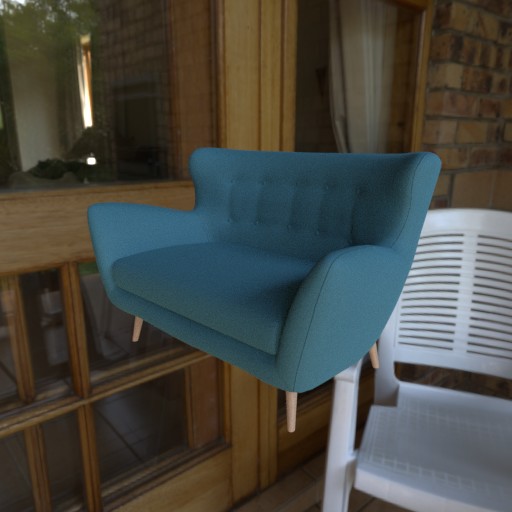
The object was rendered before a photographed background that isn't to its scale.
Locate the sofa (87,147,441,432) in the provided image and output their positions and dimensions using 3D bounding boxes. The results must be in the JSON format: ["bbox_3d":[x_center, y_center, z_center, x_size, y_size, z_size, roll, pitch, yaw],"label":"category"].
[{"bbox_3d":[0.000,0.000,1.916,1.397,0.889,0.889,14,20,42],"label":"sofa"}]
